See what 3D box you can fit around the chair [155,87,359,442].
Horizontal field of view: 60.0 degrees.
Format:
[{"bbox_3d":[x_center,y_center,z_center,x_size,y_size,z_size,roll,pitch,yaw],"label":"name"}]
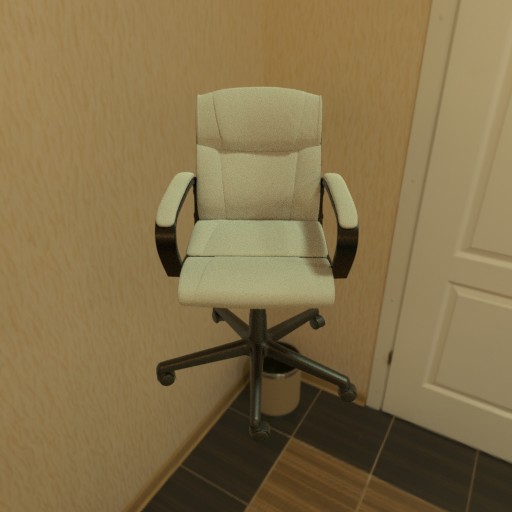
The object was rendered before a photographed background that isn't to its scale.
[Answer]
[{"bbox_3d":[0.000,0.000,1.519,0.739,1.004,0.717,1,29,1],"label":"chair"}]
